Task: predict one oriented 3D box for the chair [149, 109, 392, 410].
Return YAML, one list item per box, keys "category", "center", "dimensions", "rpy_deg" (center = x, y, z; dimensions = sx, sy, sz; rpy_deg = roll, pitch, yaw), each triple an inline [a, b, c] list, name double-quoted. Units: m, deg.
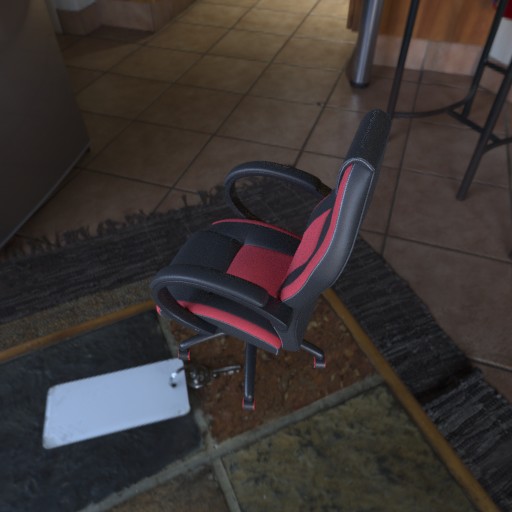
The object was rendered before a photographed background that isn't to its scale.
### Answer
- category: "chair"
  center: [0.000, 0.000, 1.650]
  dimensions: [0.724, 1.187, 0.673]
  rpy_deg: [16, 49, 14]
